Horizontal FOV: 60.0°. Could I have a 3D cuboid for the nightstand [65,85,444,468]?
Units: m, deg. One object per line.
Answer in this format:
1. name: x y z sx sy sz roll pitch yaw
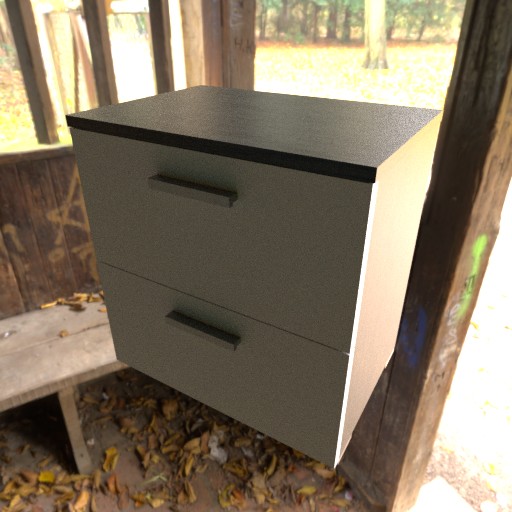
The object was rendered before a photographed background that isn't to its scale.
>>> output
1. nightstand: 0.000 0.000 0.736 0.441 0.460 0.325 17 33 27
